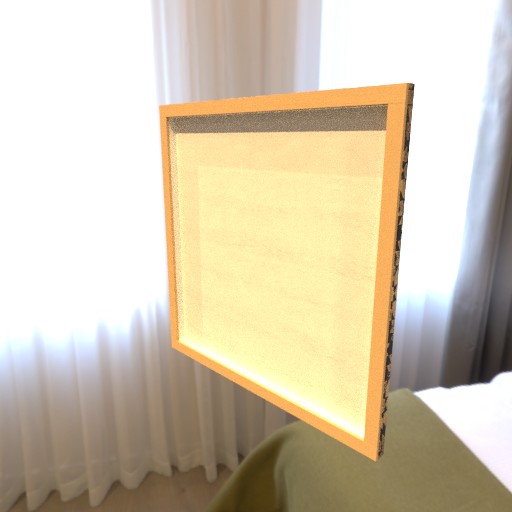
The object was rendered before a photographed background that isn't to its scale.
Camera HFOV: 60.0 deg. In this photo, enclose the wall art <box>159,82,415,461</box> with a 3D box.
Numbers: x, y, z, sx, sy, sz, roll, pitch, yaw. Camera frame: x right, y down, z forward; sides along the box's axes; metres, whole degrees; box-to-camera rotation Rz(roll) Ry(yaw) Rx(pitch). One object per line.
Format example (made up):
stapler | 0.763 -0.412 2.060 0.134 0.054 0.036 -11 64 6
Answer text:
wall art | 0.000 0.000 1.346 0.038 0.914 0.914 -14 20 -43
